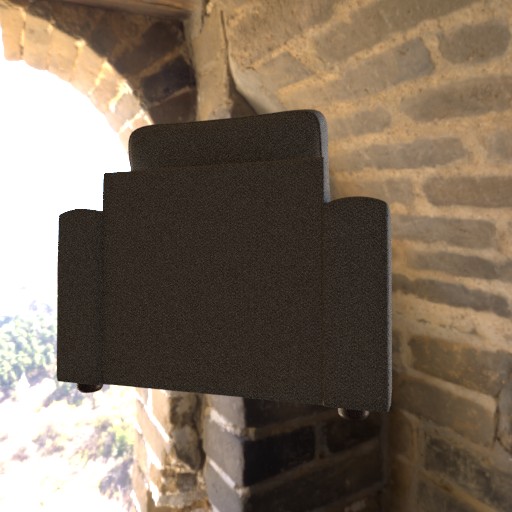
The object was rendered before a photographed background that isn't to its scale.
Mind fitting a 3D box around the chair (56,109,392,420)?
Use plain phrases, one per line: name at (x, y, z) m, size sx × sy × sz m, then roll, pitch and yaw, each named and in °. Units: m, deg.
chair at (0.000, 0.000, 1.721) m, size 1.005 × 0.873 × 1.016 m, roll 0°, pitch -1°, yaw 17°
